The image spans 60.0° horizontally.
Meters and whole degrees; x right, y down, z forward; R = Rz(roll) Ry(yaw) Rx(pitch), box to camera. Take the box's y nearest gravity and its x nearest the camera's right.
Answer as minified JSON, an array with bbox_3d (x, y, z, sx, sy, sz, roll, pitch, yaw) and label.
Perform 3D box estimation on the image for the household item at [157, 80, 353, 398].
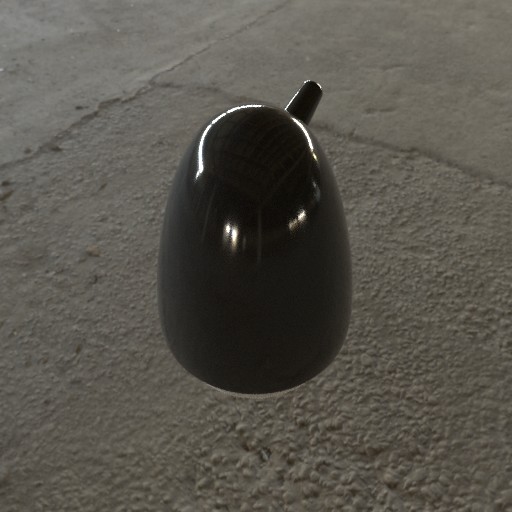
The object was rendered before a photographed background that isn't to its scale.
[{"bbox_3d":[0.000,0.000,0.215,0.102,0.152,0.104,23,50,21],"label":"household item"}]
